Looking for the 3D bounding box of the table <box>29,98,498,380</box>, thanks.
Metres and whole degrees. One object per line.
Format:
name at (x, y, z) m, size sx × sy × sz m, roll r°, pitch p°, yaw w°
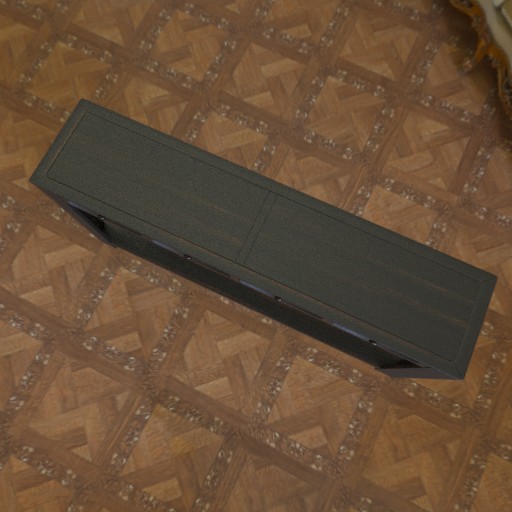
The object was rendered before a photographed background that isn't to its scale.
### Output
table at (0.000, 0.000, 1.909) m, size 1.631 × 0.762 × 0.384 m, roll 24°, pitch 77°, yaw 6°
